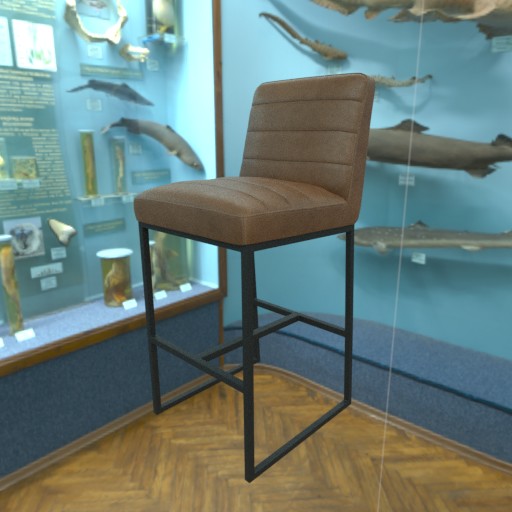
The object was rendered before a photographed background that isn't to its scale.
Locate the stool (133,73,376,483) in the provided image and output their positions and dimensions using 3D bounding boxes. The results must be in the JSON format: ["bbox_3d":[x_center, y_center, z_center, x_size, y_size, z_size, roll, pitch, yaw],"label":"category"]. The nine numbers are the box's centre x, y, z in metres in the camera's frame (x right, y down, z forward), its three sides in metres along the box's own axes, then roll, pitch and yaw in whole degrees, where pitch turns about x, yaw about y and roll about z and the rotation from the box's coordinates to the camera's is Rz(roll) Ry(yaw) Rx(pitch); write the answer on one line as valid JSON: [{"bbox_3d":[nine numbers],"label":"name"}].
[{"bbox_3d":[0.000,0.000,1.333,0.458,1.040,0.556,14,21,42],"label":"stool"}]
